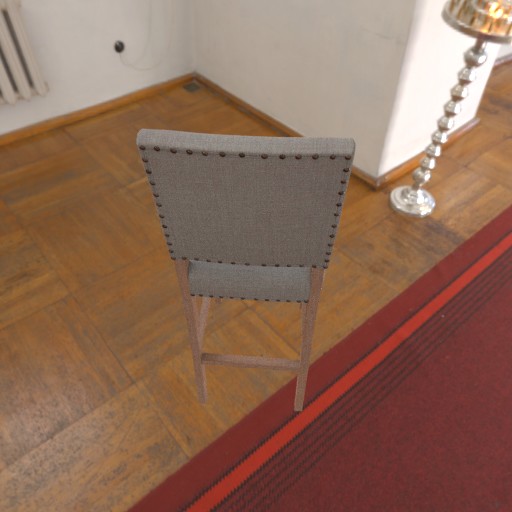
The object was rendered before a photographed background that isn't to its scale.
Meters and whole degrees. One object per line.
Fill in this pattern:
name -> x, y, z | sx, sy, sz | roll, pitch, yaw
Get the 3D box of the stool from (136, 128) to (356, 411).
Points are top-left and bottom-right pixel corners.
stool -> 0.000, 0.000, 1.483 | 0.445, 1.203, 0.585 | 3, 46, 3
